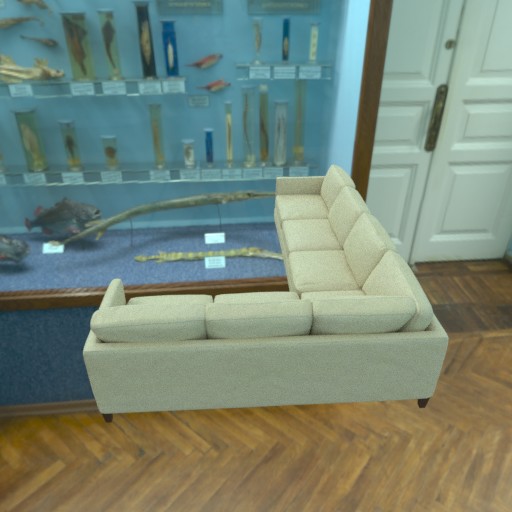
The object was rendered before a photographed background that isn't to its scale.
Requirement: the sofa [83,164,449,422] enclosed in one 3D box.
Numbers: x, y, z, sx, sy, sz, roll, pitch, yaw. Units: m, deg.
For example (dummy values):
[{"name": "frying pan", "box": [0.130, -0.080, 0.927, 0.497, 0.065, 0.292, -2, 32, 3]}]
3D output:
[{"name": "sofa", "box": [0.000, 0.000, 4.569, 2.593, 0.947, 3.302, -2, 31, -3]}]
